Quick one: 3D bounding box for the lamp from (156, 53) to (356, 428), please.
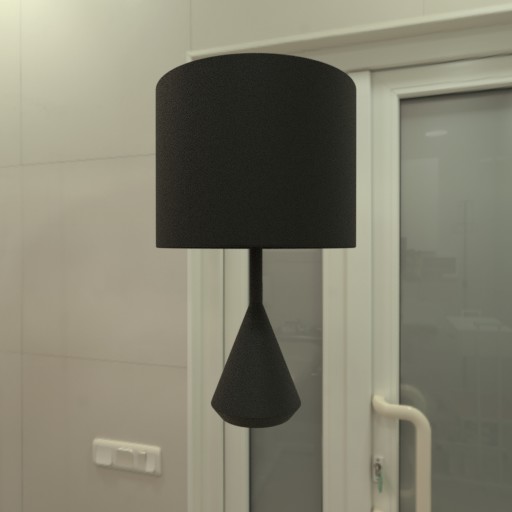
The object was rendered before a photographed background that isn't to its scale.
[{"bbox_3d":[0.000,0.000,0.814,0.359,0.584,0.359,0,0,18],"label":"lamp"}]
